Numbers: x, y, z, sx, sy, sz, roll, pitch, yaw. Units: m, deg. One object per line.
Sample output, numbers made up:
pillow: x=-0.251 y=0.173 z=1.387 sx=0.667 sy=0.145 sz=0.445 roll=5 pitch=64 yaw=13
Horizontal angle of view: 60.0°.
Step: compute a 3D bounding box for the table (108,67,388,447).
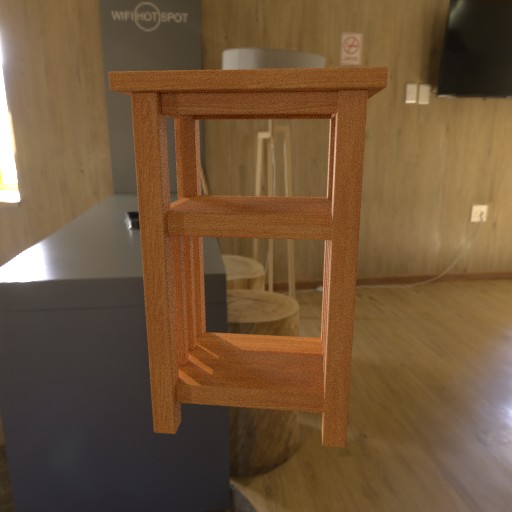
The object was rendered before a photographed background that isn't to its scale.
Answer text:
table: x=0.000 y=0.000 z=0.749 sx=0.350 sy=0.550 sz=0.270 roll=2 pitch=15 yaw=7
